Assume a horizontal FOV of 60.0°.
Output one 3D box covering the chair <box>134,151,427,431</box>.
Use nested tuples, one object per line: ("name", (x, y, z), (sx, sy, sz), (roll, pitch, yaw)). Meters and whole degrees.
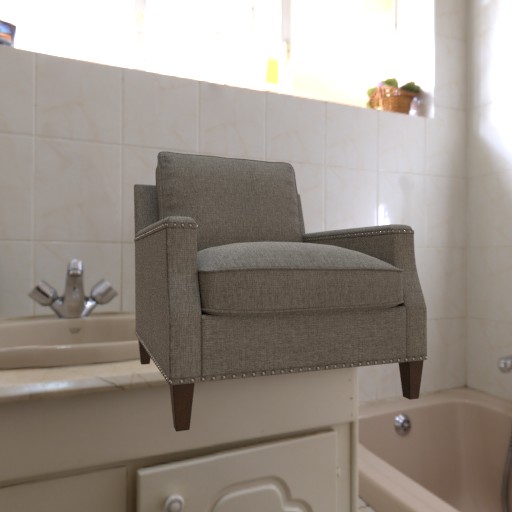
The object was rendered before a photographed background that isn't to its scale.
("chair", (0.000, 0.000, 1.748), (0.853, 0.943, 1.014), (0, -1, -21))
